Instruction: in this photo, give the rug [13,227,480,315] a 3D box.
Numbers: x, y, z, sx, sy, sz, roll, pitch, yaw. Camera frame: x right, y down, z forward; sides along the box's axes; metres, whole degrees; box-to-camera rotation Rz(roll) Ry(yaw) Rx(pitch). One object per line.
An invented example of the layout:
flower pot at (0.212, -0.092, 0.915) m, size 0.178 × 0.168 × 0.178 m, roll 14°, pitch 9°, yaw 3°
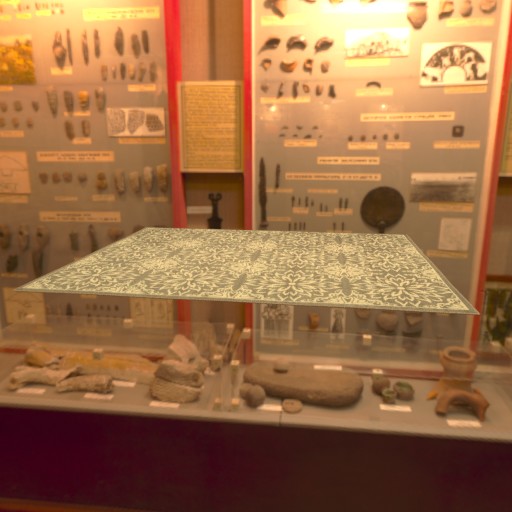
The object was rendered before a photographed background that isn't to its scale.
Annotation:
rug at (0.000, 0.000, 3.914) m, size 2.980 × 0.012 × 2.363 m, roll 2°, pitch 14°, yaw 8°
